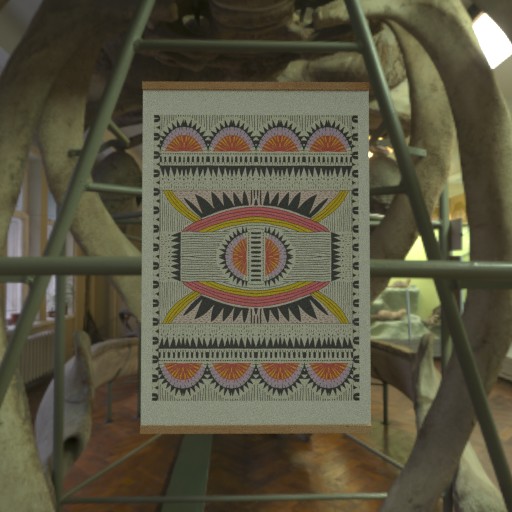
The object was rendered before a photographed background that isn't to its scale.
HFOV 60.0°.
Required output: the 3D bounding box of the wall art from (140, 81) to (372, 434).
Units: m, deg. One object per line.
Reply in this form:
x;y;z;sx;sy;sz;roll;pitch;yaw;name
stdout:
0.000;0.000;1.945;0.999;1.533;0.028;0;-2;0;wall art
